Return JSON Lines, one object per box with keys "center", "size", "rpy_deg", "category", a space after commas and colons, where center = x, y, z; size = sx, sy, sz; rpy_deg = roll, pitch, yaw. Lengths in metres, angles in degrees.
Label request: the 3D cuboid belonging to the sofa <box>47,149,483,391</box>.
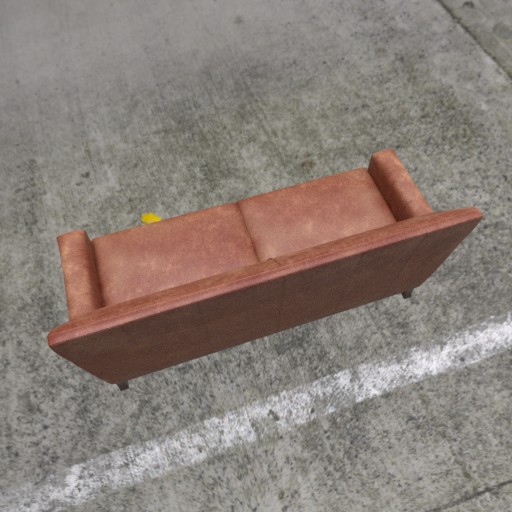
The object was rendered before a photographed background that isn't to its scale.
{"center": [0.000, 0.000, 2.530], "size": [2.053, 0.947, 0.805], "rpy_deg": [-16, 60, -9], "category": "sofa"}
